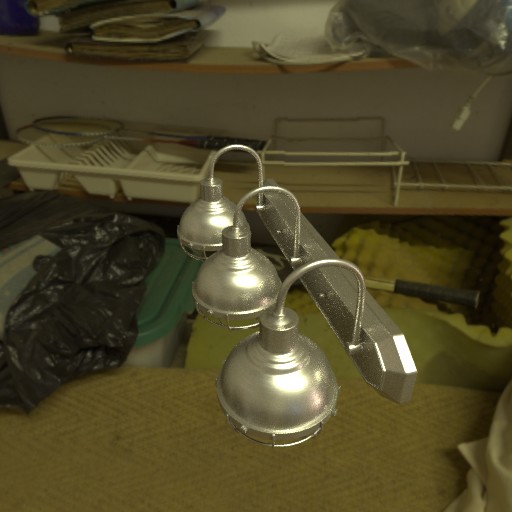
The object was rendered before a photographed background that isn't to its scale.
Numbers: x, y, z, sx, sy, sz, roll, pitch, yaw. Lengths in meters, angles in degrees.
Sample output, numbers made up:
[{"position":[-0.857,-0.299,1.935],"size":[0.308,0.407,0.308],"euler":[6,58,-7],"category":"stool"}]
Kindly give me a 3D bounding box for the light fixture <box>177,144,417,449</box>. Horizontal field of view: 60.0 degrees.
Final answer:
[{"position":[0.000,0.000,0.766],"size":[0.229,0.254,0.634],"euler":[-8,31,-13],"category":"light fixture"}]
